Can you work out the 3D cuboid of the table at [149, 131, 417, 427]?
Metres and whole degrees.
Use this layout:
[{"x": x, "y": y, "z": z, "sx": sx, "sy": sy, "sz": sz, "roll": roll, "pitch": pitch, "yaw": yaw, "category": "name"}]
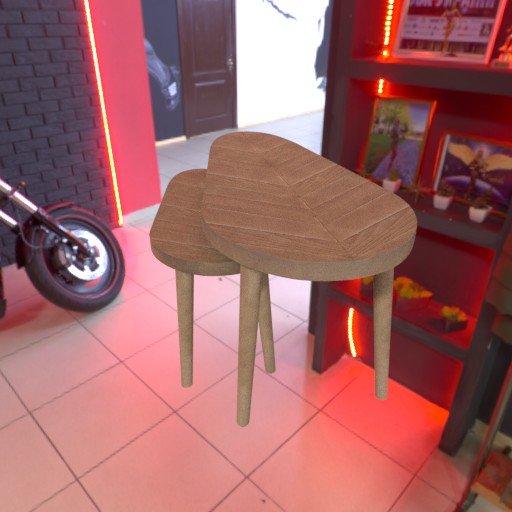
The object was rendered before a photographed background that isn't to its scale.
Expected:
[{"x": 0.000, "y": 0.000, "z": 1.566, "sx": 0.701, "sy": 0.595, "sz": 1.190, "roll": -6, "pitch": 29, "yaw": -12, "category": "table"}]
